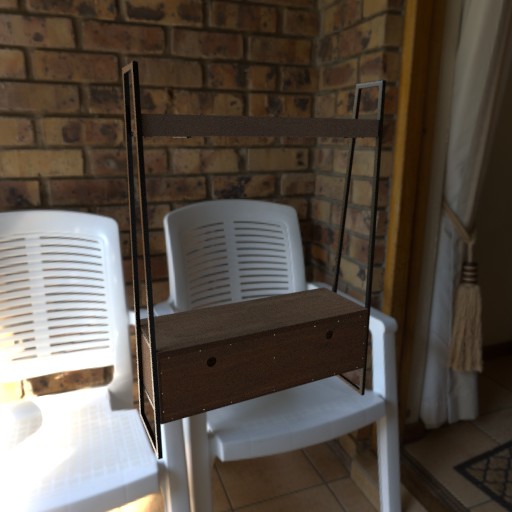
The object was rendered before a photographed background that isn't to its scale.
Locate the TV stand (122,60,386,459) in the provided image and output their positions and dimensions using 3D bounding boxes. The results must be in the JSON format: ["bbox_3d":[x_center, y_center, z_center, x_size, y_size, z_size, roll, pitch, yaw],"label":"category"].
[{"bbox_3d":[0.000,0.000,2.345,1.250,1.772,0.432,-7,16,-26],"label":"TV stand"}]
